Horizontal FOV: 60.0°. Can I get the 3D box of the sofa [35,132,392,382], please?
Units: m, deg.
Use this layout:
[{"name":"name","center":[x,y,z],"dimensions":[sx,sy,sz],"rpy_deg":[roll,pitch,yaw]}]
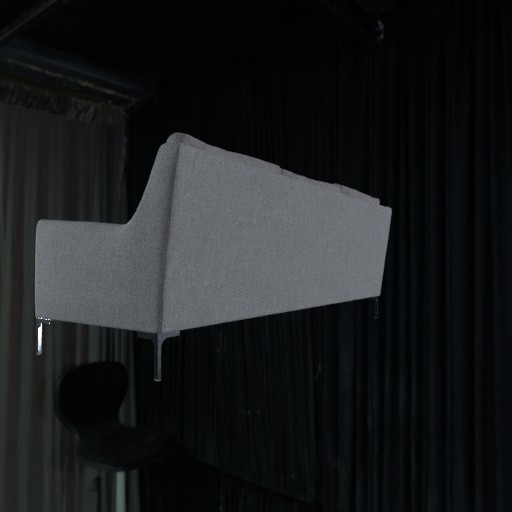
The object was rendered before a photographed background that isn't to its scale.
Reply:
[{"name":"sofa","center":[0.000,0.000,2.436],"dimensions":[0.849,0.837,2.060],"rpy_deg":[-1,-1,35]}]
